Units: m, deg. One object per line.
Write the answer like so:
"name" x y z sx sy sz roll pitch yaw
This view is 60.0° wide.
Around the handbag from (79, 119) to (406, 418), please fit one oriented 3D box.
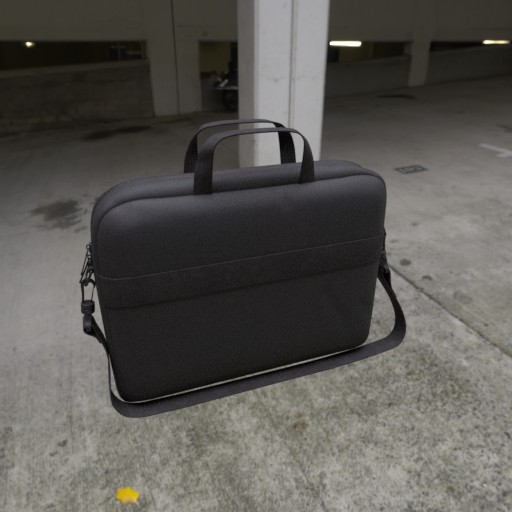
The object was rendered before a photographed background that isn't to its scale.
"handbag" 0.000 0.000 0.418 0.320 0.244 0.089 -9 28 -18
